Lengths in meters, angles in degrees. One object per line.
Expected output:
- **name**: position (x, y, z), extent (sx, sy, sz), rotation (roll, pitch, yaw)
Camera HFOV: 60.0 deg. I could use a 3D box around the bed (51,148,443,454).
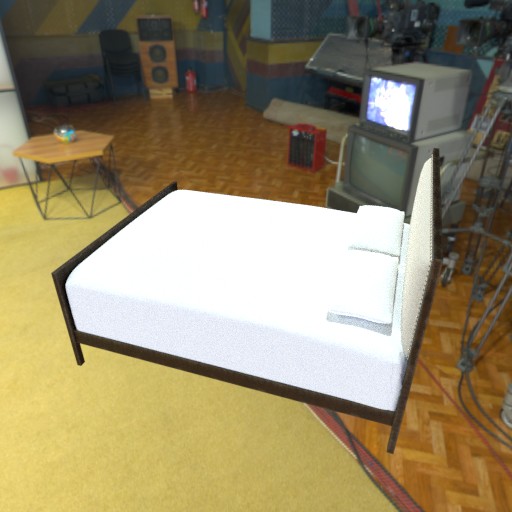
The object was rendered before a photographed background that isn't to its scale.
- **bed**: position (0.000, 0.000, 3.166), extent (2.221, 1.313, 1.607), rotation (10, 33, 16)
